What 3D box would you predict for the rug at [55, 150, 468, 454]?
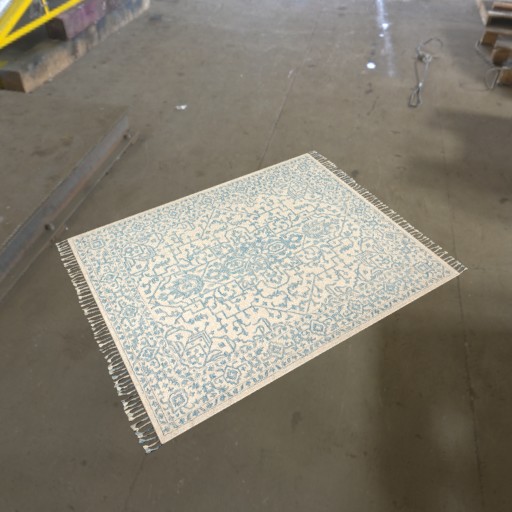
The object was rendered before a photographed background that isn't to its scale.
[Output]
[{"bbox_3d":[0.000,0.000,4.373,3.327,0.010,2.464,-24,50,-22],"label":"rug"}]
